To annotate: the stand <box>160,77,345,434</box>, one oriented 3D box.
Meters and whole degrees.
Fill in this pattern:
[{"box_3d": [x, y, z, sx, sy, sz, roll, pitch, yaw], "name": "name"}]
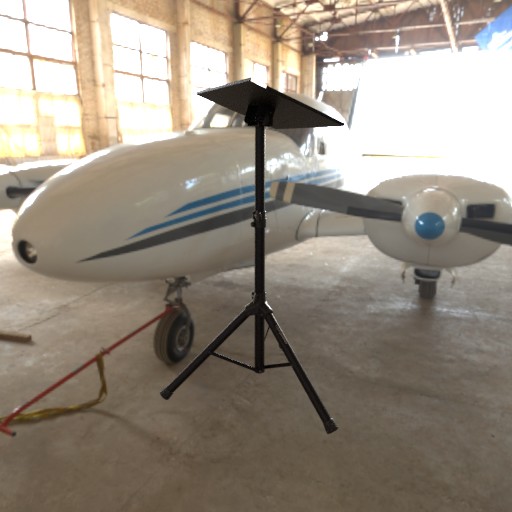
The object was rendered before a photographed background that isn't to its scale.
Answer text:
[{"box_3d": [0.000, 0.000, 1.661, 0.702, 1.198, 0.702, -8, 16, -27], "name": "stand"}]
